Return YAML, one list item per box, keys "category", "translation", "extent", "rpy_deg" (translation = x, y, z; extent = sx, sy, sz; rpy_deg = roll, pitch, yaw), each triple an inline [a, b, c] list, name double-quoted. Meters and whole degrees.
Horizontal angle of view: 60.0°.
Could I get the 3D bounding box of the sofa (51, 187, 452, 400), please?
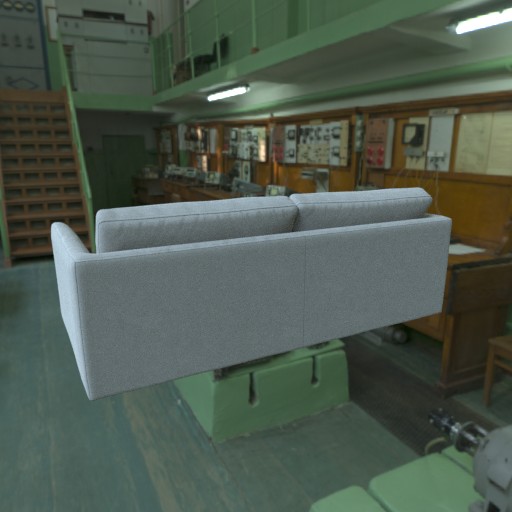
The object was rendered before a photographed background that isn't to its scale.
- category: "sofa"
  translation: [0.000, 0.000, 2.783]
  extent: [2.588, 0.838, 1.090]
  rpy_deg: [-7, 16, -27]
